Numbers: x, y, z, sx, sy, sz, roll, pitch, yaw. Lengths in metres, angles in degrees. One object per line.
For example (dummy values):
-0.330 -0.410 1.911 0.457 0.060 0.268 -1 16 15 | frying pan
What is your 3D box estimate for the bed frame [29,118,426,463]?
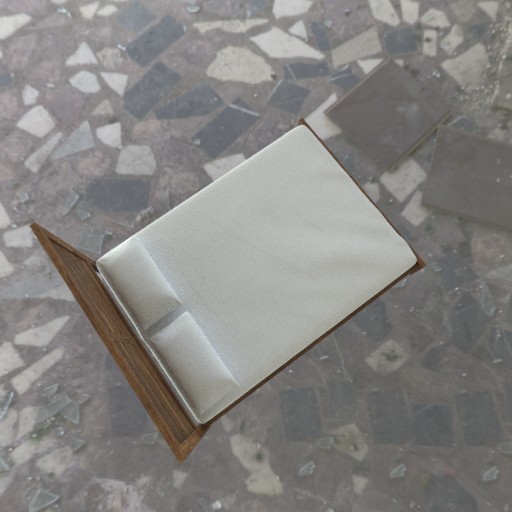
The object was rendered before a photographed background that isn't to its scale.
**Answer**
0.000 0.000 3.449 2.276 1.417 1.696 -35 79 -8 | bed frame
